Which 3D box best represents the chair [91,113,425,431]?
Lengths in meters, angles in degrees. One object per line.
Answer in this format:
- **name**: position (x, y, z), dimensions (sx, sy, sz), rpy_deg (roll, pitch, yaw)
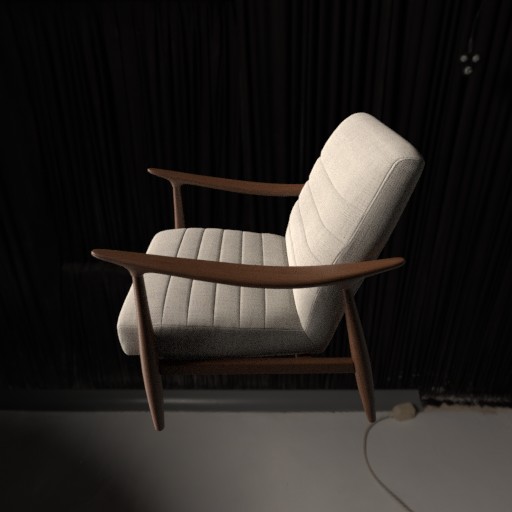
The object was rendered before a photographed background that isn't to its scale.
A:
- **chair**: position (0.000, 0.000, 1.445), dimensions (0.798, 0.832, 0.741), rpy_deg (0, 28, -1)
